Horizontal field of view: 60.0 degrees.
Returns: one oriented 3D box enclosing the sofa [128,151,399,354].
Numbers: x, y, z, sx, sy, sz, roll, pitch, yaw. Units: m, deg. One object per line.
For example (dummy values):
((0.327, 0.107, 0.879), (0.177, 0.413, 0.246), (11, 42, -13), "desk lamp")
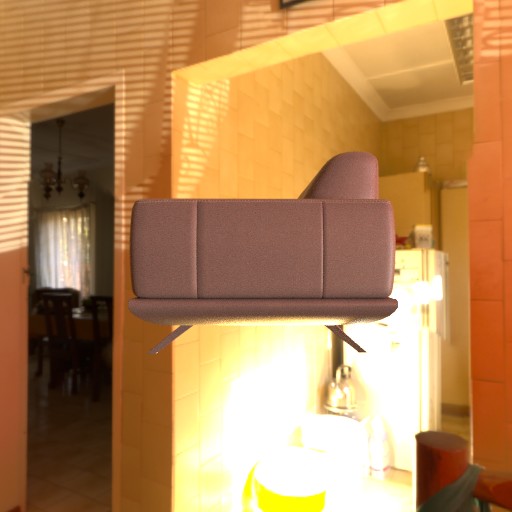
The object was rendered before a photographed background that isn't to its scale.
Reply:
((0.000, 0.000, 2.365), (0.900, 0.772, 1.901), (0, -1, -1), "sofa")
